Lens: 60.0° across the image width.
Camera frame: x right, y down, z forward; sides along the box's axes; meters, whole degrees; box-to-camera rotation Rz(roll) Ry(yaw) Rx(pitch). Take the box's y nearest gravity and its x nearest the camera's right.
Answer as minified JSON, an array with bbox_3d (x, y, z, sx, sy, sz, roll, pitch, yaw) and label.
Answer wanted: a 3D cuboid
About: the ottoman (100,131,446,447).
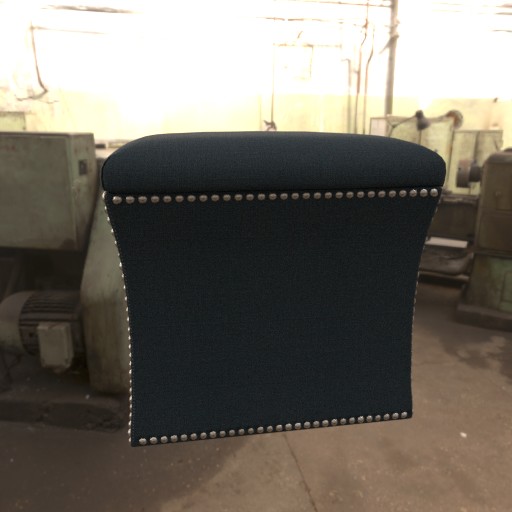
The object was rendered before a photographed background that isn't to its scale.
[{"bbox_3d":[0.000,0.000,0.874,0.497,0.475,0.507,-2,16,-9],"label":"ottoman"}]
